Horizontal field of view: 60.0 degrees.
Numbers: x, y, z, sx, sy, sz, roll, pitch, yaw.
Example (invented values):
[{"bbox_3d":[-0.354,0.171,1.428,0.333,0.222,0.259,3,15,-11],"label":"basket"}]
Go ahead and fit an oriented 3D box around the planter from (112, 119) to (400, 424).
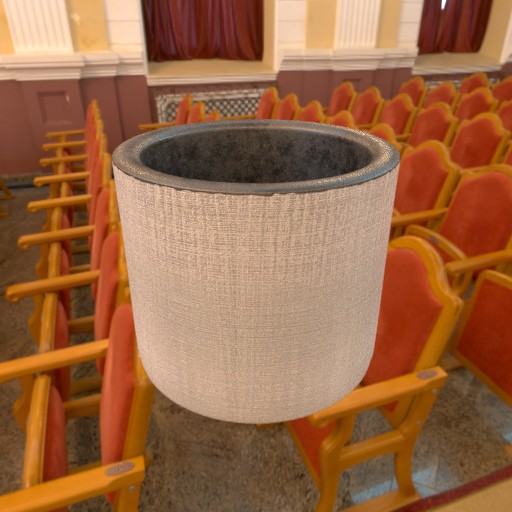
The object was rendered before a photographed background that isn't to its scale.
[{"bbox_3d":[0.000,0.000,0.222,0.125,0.112,0.125,0,27,0],"label":"planter"}]
